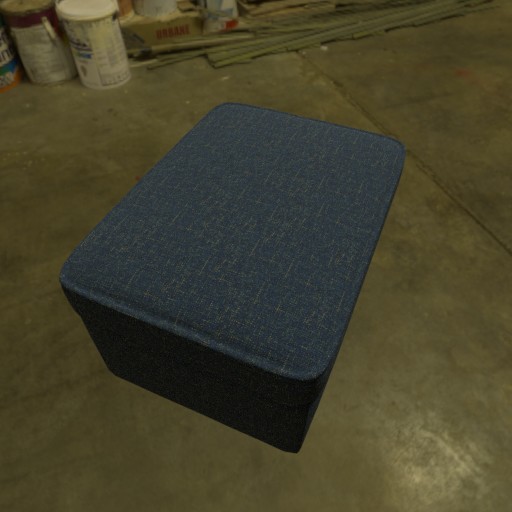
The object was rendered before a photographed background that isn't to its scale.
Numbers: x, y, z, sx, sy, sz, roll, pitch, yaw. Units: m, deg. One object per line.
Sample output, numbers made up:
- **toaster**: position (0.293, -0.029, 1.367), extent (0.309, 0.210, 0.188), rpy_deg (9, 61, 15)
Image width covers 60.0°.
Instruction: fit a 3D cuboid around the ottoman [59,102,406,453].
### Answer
- **ottoman**: position (0.000, 0.000, 1.115), extent (0.549, 0.450, 0.749), rpy_deg (18, 51, 16)
